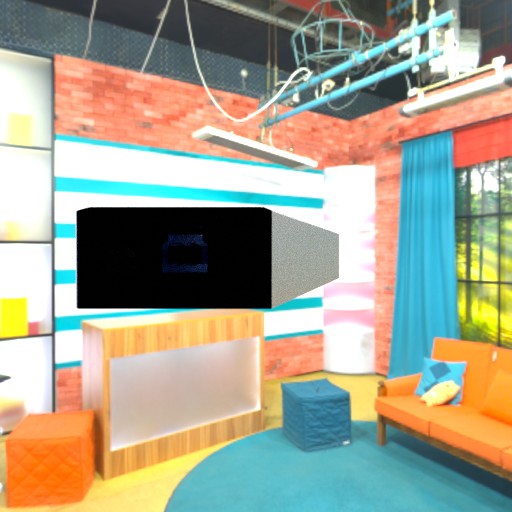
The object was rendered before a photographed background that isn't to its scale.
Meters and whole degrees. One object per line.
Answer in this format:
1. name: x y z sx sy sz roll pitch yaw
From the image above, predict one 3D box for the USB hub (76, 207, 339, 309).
1. USB hub: 0.000 0.000 0.162 0.044 0.023 0.145 0 0 17
